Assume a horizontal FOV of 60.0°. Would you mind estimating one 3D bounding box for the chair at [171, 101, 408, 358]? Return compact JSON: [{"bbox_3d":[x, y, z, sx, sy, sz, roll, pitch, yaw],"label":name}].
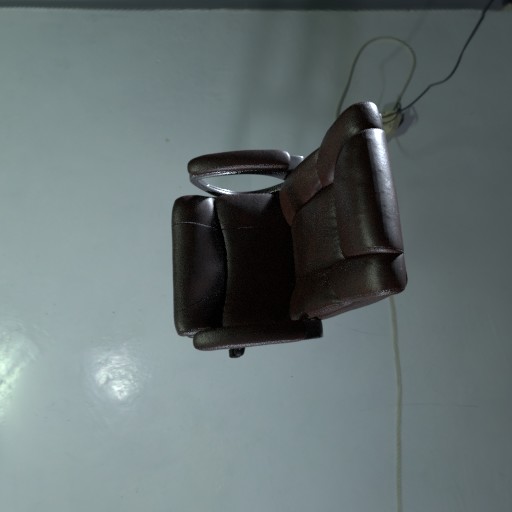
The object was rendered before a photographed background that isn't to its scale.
[{"bbox_3d":[0.000,0.000,1.580,0.692,1.128,0.656,-4,75,-1],"label":"chair"}]
